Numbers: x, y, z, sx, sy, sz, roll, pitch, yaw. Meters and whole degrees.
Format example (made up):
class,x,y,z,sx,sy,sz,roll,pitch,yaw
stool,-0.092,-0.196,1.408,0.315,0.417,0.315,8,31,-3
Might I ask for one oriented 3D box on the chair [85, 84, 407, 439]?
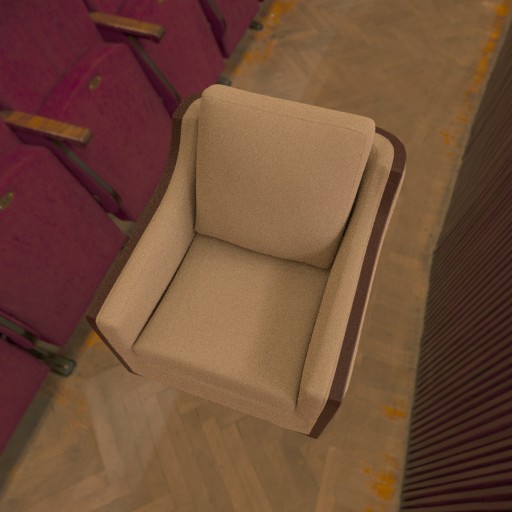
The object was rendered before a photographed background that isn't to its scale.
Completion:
class,x,y,z,sx,sy,sz,roll,pitch,yaw
chair,0.000,0.000,1.664,0.870,0.930,0.950,16,60,10
